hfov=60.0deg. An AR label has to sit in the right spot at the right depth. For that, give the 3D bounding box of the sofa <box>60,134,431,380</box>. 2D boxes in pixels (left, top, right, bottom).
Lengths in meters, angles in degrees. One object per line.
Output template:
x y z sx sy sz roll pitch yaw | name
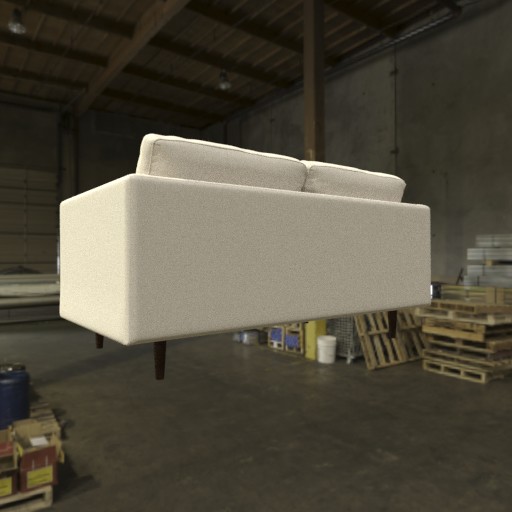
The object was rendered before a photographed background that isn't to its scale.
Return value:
0.000 0.000 2.272 1.713 0.893 0.940 0 0 -37 | sofa
